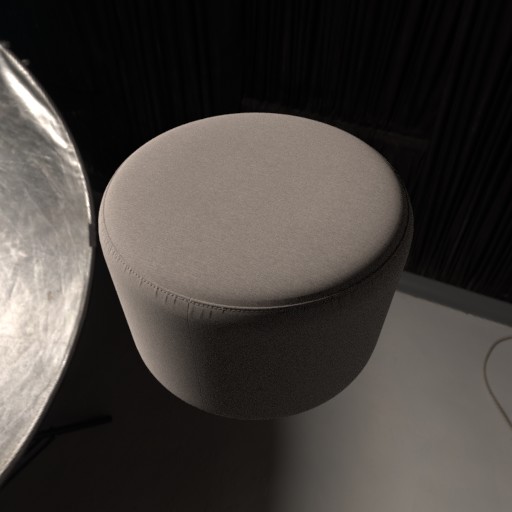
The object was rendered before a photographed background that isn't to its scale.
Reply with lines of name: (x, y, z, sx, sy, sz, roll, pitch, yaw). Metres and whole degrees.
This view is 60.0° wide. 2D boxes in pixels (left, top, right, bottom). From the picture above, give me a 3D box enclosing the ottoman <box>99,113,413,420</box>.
ottoman: (0.000, 0.000, 0.989, 0.608, 0.433, 0.608, 0, 46, 0)
